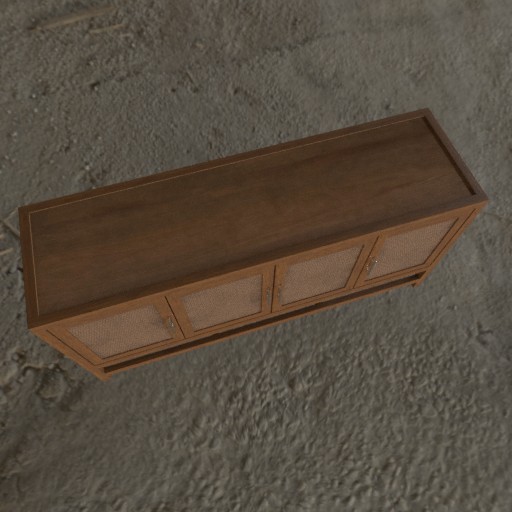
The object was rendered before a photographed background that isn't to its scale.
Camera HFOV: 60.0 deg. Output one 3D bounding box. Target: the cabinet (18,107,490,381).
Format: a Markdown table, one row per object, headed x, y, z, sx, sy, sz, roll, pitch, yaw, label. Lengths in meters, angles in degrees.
| x | y | z | sx | sy | sz | roll | pitch | yaw | label |
| --- | --- | --- | --- | --- | --- | --- | --- | --- | --- |
| 0.000 | 0.000 | 2.029 | 1.708 | 0.820 | 0.522 | -16 | 64 | -8 | cabinet |
